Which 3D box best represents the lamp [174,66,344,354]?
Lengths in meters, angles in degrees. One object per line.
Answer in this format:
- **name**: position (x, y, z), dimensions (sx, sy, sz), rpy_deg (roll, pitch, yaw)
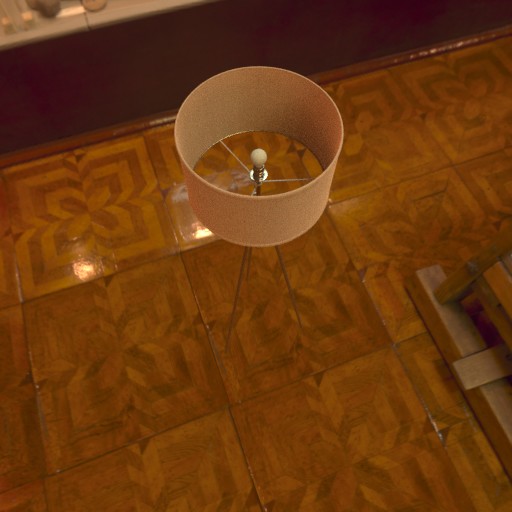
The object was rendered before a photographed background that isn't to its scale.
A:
- **lamp**: position (0.000, 0.000, 1.774), dimensions (0.449, 1.545, 0.460), rpy_deg (-16, 65, -8)
